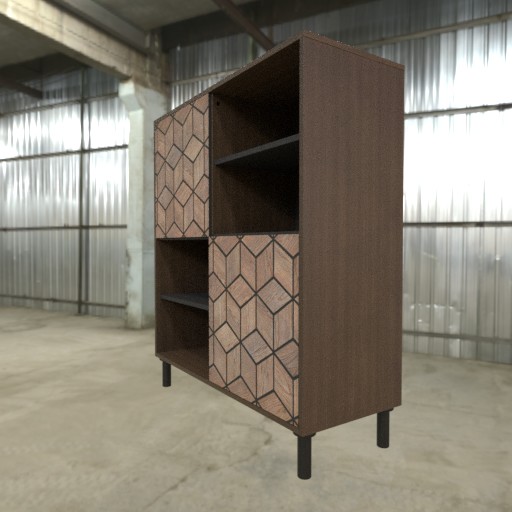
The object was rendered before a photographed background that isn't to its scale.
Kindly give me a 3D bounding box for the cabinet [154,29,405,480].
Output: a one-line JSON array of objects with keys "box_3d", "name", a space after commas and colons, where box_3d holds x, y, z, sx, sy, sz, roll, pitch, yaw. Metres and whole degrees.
[{"box_3d": [0.000, 0.000, 1.661, 0.400, 1.170, 1.010, -1, 2, -34], "name": "cabinet"}]
